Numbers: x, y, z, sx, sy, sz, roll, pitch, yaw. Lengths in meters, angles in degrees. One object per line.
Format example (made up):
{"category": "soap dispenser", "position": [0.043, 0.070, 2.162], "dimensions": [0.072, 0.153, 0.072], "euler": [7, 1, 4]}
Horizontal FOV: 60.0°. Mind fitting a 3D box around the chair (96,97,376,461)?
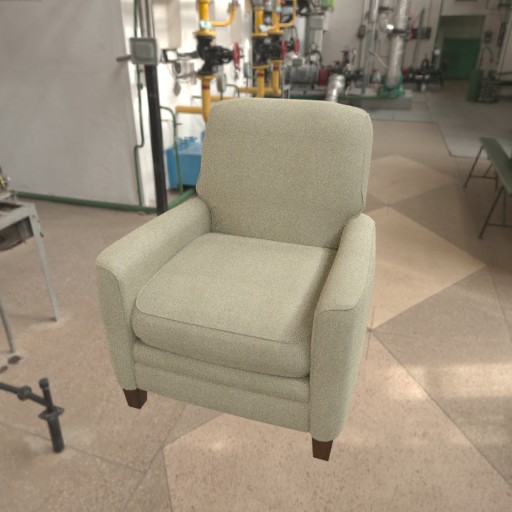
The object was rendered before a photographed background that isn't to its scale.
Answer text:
{"category": "chair", "position": [0.000, 0.000, 1.625], "dimensions": [0.850, 1.006, 0.853], "euler": [9, 28, 16]}
